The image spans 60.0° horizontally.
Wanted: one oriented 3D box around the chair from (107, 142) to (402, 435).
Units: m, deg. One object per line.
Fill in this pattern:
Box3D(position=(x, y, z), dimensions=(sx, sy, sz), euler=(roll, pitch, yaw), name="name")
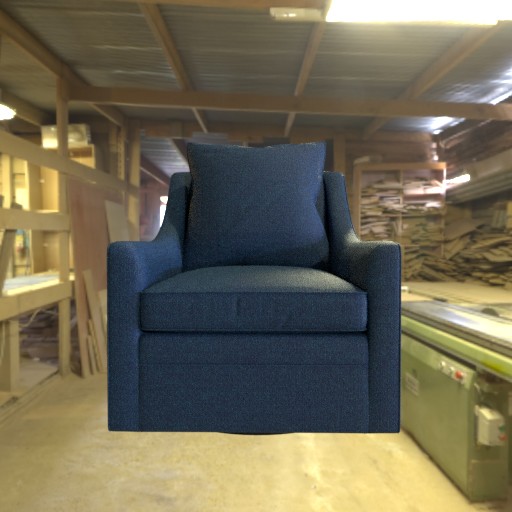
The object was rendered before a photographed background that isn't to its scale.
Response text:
Box3D(position=(0.000, 0.000, 1.550), dimensions=(0.750, 0.939, 0.870), euler=(0, 1, 1), name="chair")
